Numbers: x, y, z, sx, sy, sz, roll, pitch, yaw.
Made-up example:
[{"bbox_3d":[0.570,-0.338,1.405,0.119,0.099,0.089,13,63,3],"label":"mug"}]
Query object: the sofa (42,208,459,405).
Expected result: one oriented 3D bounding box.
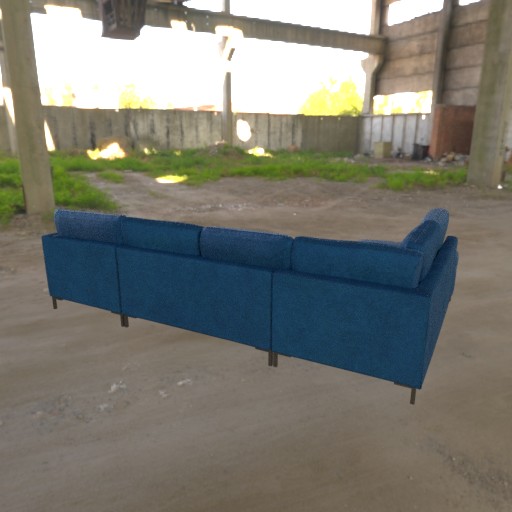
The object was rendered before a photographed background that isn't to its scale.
[{"bbox_3d":[0.000,0.000,4.247,3.434,0.992,2.055,8,18,27],"label":"sofa"}]
